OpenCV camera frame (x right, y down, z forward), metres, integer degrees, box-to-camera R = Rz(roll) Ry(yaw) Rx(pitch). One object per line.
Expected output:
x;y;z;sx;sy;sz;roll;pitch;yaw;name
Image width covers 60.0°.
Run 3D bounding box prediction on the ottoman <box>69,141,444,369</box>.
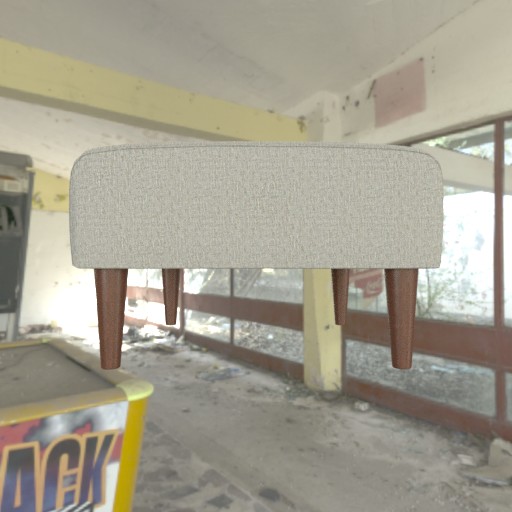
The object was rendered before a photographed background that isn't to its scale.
0.000;0.000;1.050;0.648;0.399;0.655;0;-1;0;ottoman
